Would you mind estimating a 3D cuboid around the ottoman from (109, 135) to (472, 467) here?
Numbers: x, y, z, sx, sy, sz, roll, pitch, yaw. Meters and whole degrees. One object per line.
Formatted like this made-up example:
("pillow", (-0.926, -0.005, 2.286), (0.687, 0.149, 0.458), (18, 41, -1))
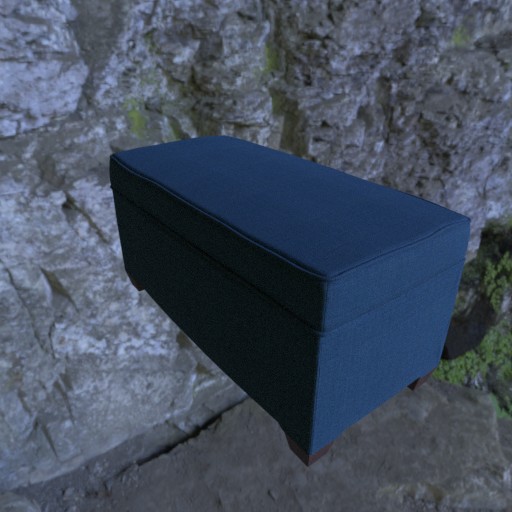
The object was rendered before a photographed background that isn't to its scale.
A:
("ottoman", (0.000, 0.000, 1.215), (0.474, 0.474, 0.943), (-19, 34, -32))
